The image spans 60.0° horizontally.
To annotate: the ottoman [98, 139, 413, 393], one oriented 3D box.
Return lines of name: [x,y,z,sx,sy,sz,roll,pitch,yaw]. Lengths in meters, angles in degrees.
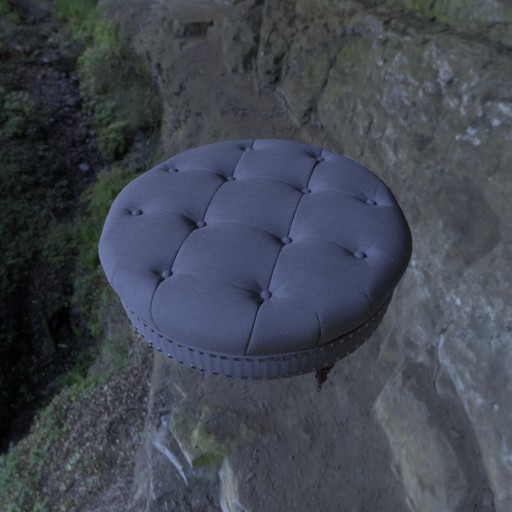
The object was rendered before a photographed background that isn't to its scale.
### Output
ottoman: [0.000,0.000,1.393,0.901,0.439,0.901,0,41,0]
